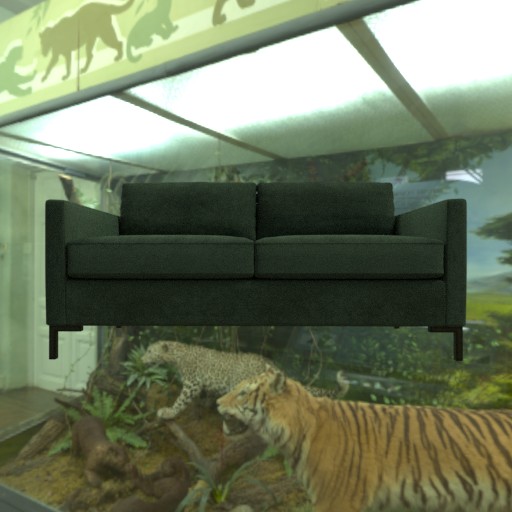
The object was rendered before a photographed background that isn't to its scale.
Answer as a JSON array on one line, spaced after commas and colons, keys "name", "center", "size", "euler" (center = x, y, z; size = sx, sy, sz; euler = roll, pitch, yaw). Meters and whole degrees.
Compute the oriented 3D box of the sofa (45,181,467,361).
[{"name": "sofa", "center": [0.000, 0.000, 2.125], "size": [1.676, 0.817, 0.875], "euler": [0, 0, 1]}]
